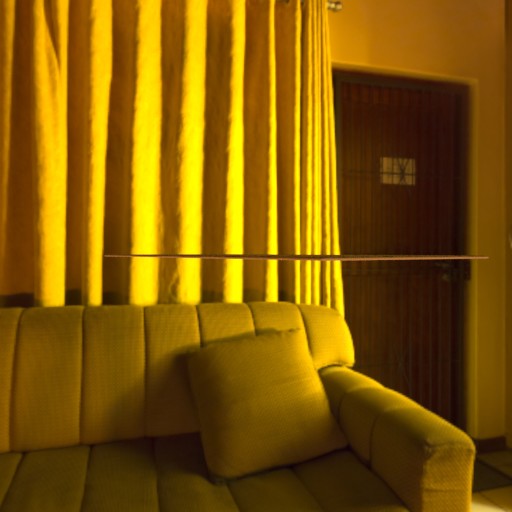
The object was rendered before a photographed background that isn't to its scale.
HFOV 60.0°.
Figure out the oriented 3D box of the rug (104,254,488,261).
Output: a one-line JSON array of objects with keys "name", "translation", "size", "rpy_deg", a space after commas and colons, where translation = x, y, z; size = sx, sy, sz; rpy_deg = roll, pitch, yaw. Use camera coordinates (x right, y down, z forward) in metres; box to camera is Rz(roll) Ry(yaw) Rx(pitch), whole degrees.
[{"name": "rug", "translation": [0.000, 0.000, 1.461], "size": [0.605, 0.007, 1.220], "rpy_deg": [0, 1, -37]}]
